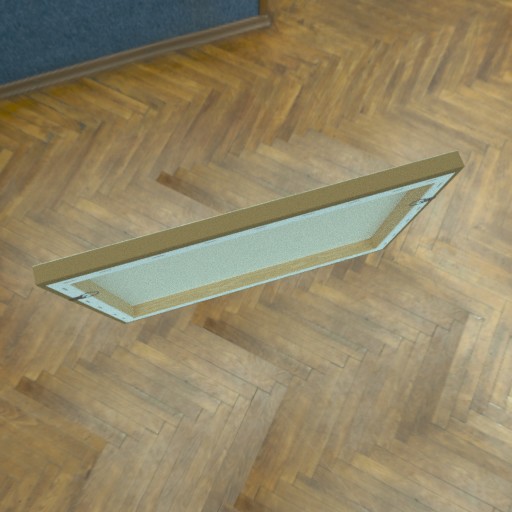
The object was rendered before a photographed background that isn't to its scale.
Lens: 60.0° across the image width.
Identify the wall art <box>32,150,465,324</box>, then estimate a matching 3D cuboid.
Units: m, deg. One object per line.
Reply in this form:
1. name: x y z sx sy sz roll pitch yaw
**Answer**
1. wall art: 0.000 0.000 0.498 0.380 0.254 0.019 -16 75 -4
